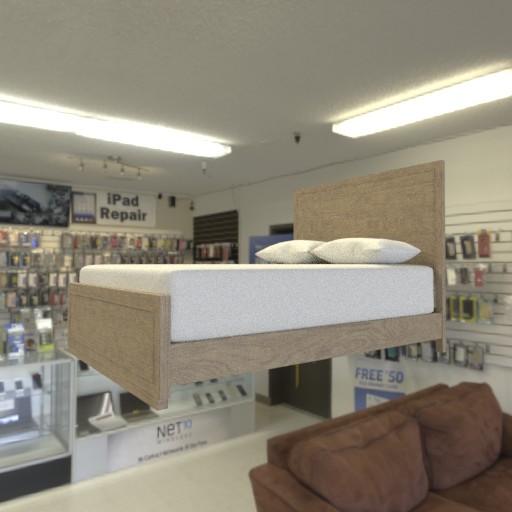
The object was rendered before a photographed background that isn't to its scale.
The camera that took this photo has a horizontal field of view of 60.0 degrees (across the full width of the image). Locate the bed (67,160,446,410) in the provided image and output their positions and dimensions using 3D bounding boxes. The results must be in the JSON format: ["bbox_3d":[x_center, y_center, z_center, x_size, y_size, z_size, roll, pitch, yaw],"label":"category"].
[{"bbox_3d":[0.000,0.000,3.184,2.189,1.369,1.606,1,-1,-36],"label":"bed"}]
